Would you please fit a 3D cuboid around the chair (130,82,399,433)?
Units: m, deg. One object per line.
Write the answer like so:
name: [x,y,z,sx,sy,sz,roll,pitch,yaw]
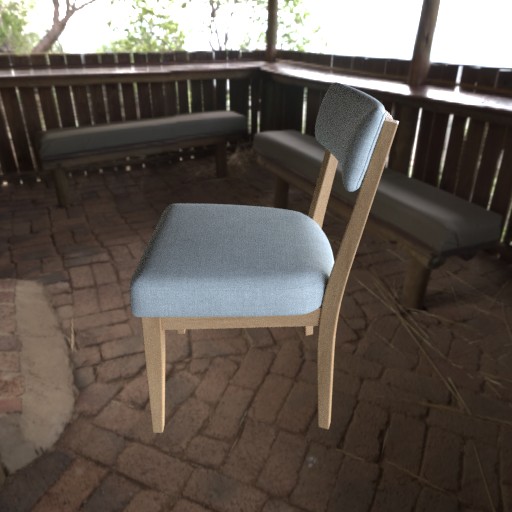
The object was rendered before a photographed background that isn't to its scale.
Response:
chair: [0.000,0.000,1.194,0.572,0.832,0.508,0,27,0]
